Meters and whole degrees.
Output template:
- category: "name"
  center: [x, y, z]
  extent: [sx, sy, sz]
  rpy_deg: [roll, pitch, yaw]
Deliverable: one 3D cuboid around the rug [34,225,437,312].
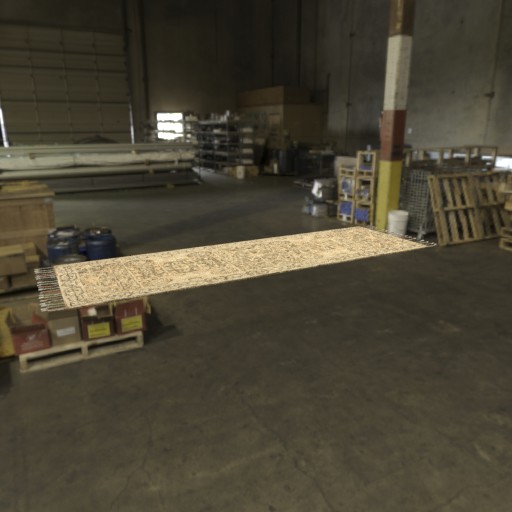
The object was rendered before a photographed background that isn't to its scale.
- category: "rug"
  center: [0.000, 0.000, 2.978]
  extent: [2.664, 0.011, 0.762]
  rpy_deg: [-8, 18, -27]
